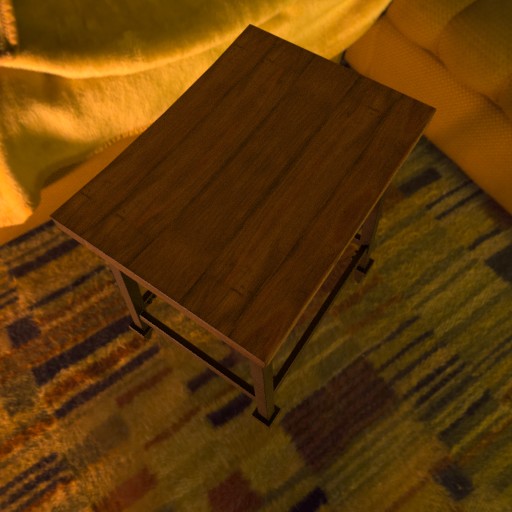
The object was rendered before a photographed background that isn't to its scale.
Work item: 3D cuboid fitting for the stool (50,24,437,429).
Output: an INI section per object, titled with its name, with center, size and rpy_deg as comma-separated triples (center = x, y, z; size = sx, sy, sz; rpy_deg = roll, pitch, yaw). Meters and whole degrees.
[stool]
center = 0.000, 0.000, 0.912
size = 0.405, 0.625, 0.486
rpy_deg = 32, 68, 15
